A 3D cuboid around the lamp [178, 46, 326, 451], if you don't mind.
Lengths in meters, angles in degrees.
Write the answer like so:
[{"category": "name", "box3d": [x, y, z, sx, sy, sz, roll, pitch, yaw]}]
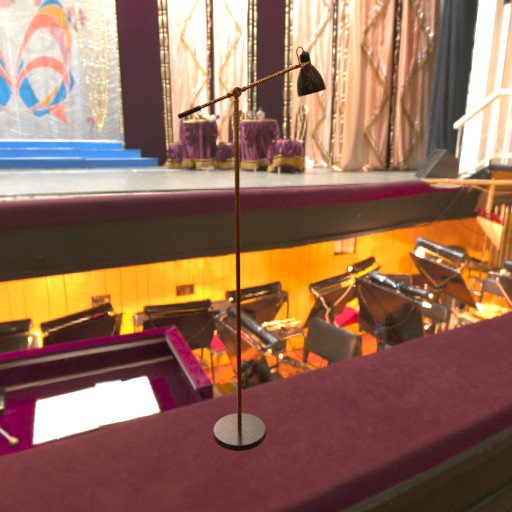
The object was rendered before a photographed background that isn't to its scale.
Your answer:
[{"category": "lamp", "box3d": [0.000, 0.000, 1.831, 0.618, 1.628, 0.235, -7, 16, -26]}]
